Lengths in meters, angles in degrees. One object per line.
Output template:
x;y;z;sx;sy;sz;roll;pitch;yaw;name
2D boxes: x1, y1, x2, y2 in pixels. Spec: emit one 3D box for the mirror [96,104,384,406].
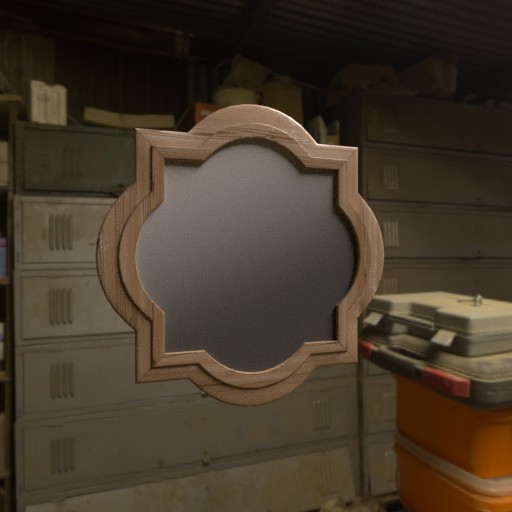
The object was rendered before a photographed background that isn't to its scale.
0.000;0.000;1.035;0.686;0.686;0.019;0;1;-19;mirror
